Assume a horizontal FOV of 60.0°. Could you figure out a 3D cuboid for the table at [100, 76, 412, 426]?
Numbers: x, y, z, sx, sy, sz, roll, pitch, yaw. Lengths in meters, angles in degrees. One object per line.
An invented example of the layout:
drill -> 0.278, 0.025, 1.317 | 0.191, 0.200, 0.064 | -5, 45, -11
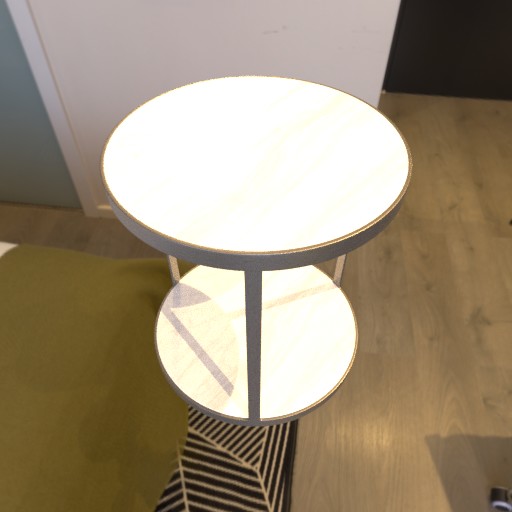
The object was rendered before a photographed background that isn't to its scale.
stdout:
table -> 0.000, 0.000, 0.822 | 0.445, 0.479, 0.445 | 0, 47, 0
